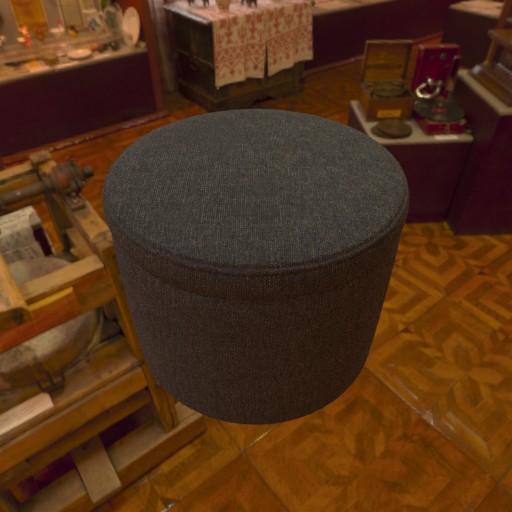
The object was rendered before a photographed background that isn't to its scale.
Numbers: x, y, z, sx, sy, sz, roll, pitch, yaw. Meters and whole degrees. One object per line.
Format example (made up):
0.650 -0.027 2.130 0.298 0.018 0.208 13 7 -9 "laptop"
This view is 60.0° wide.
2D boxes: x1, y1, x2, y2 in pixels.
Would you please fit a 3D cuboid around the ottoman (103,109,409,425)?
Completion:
0.000 0.000 0.889 0.520 0.430 0.520 0 41 0 "ottoman"
